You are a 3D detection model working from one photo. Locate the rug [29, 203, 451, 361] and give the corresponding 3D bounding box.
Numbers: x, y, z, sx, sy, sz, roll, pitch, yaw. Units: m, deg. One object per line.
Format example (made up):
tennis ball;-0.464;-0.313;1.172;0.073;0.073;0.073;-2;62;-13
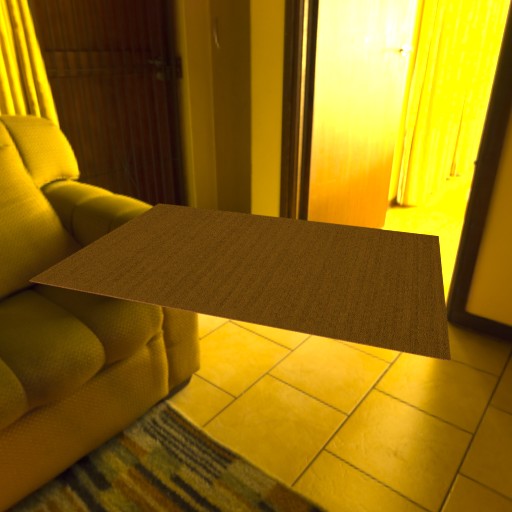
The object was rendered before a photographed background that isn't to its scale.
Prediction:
rug;0.000;0.000;2.216;1.752;0.006;1.142;8;26;17
